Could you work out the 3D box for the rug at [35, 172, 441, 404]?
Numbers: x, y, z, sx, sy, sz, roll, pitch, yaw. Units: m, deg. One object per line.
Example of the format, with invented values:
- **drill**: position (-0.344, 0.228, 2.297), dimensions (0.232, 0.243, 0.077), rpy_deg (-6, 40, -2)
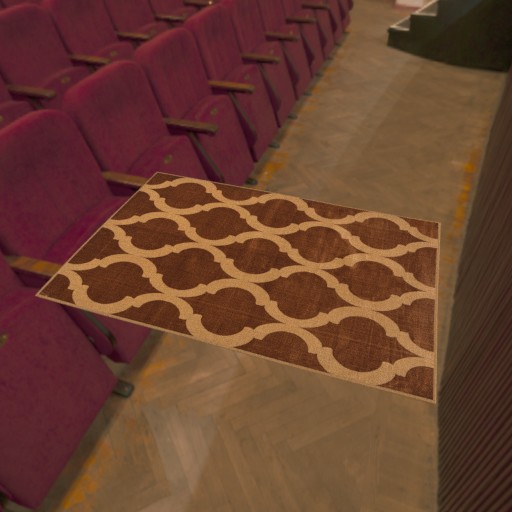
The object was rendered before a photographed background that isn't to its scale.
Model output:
- **rug**: position (0.000, 0.000, 2.908), dimensions (2.290, 0.014, 1.526), rpy_deg (12, 42, 14)
